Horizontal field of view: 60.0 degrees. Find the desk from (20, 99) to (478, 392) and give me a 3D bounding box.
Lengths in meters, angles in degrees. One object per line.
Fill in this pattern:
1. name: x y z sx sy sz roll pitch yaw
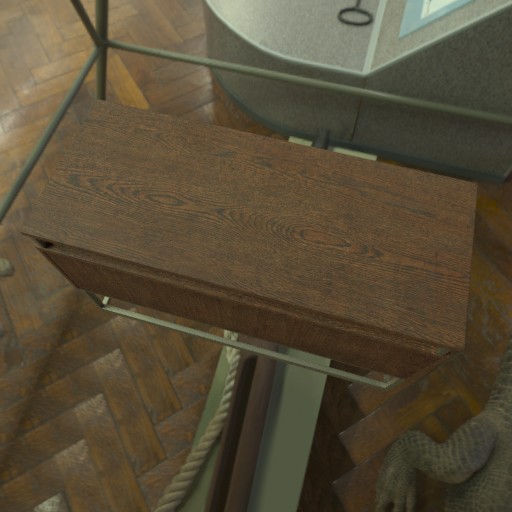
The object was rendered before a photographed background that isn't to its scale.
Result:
1. desk: 0.000 0.000 1.803 1.384 0.792 0.610 14 65 7
